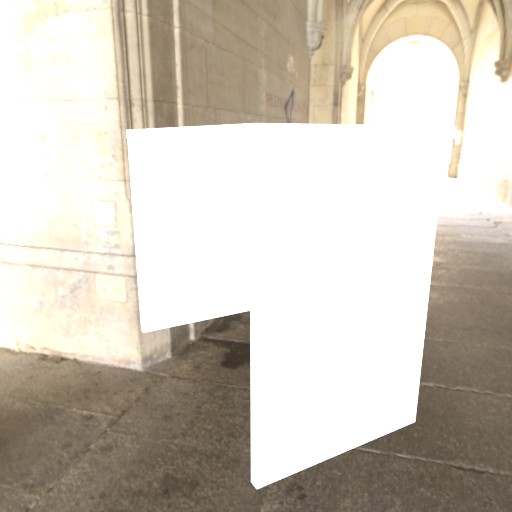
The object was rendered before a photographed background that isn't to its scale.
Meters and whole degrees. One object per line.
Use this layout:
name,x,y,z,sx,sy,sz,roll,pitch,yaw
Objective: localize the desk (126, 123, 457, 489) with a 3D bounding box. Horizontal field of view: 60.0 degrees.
desk,0.000,0.000,1.320,0.498,0.729,0.900,-8,17,-28
